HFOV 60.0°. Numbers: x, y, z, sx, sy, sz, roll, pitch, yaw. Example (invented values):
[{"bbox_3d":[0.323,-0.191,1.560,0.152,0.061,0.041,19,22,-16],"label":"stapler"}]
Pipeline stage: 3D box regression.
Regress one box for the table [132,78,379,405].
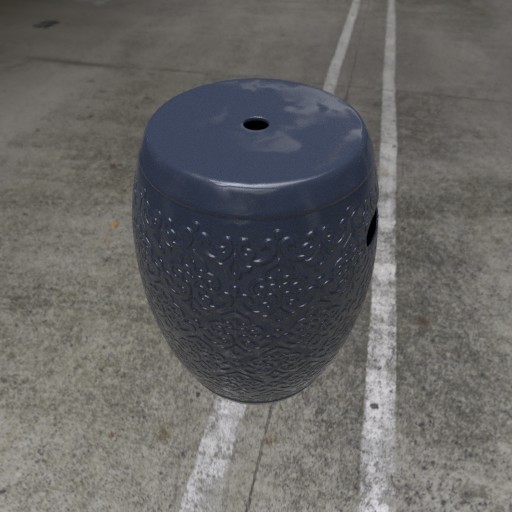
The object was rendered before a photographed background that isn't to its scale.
[{"bbox_3d":[0.000,0.000,0.604,0.309,0.397,0.309,0,45,0],"label":"table"}]
